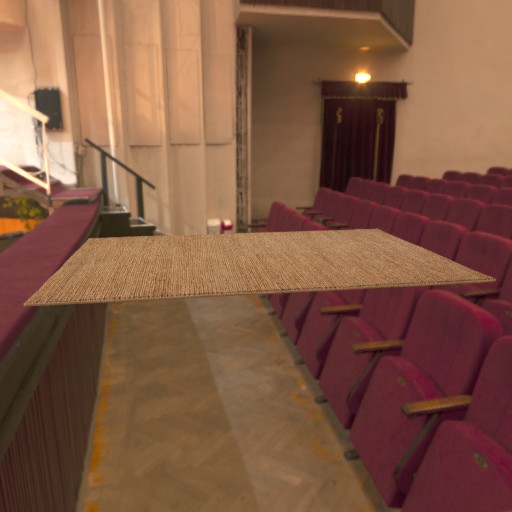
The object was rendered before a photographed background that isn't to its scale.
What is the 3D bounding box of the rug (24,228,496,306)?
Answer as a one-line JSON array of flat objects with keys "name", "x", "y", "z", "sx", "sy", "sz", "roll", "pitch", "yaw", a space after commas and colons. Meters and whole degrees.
[{"name": "rug", "x": 0.000, "y": 0.000, "z": 2.974, "sx": 2.438, "sy": 0.034, "sz": 1.521, "roll": -2, "pitch": 14, "yaw": -9}]
